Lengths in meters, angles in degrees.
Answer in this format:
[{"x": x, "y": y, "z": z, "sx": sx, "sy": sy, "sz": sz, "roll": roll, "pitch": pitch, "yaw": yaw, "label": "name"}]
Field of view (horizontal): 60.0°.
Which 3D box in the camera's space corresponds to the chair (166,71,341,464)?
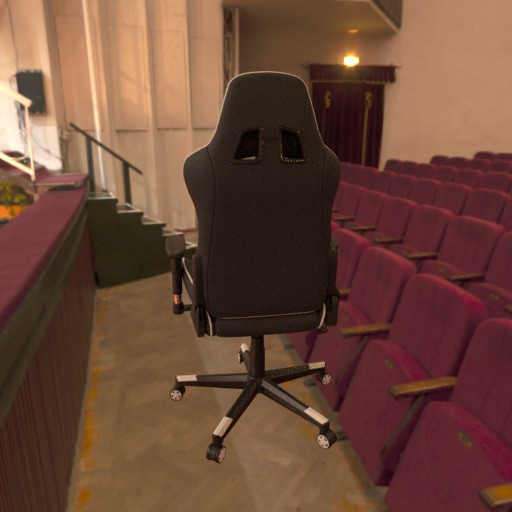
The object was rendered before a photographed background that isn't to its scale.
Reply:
[{"x": 0.000, "y": 0.000, "z": 1.663, "sx": 0.700, "sy": 1.240, "sz": 0.700, "roll": -3, "pitch": 16, "yaw": -10, "label": "chair"}]
